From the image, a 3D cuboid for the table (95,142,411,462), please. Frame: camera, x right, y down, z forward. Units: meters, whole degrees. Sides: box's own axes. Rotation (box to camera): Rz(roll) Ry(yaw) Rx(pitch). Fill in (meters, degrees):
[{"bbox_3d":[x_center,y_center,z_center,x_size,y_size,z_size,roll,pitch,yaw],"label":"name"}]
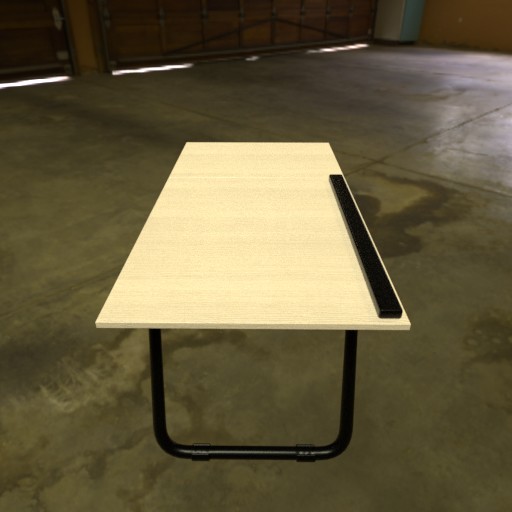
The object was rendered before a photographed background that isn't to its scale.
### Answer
[{"bbox_3d":[0.000,0.000,0.783,0.322,0.242,0.644,0,31,1],"label":"table"}]
